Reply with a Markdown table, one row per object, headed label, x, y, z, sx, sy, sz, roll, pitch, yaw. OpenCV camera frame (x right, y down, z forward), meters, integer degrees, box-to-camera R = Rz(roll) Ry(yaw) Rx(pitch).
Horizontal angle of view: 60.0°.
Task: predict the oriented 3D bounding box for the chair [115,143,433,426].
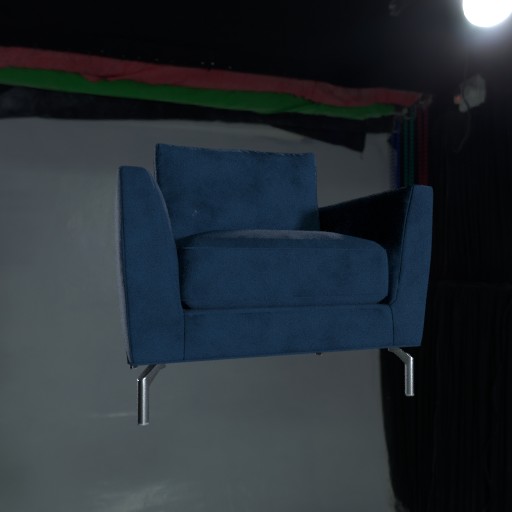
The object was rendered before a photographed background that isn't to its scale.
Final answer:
| label | x | y | z | sx | sy | sz | roll | pitch | yaw |
| --- | --- | --- | --- | --- | --- | --- | --- | --- | --- |
| chair | 0.000 | 0.000 | 1.612 | 0.977 | 0.893 | 0.746 | 0 | -1 | -18 |
